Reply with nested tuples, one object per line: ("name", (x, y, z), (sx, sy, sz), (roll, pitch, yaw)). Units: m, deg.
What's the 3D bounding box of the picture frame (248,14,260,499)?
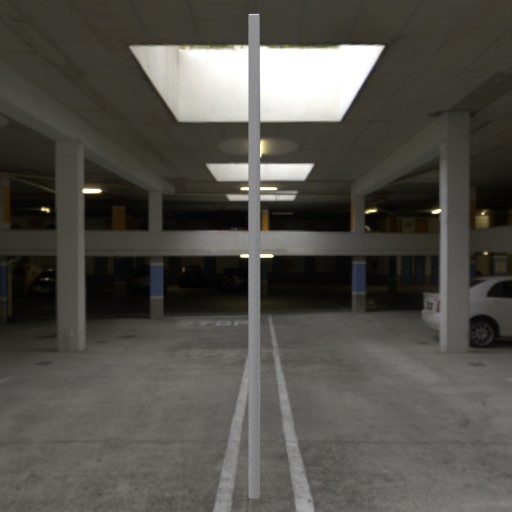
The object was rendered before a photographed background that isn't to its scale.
("picture frame", (0.000, 0.000, 0.677), (0.012, 0.534, 0.381), (0, 1, 1))
